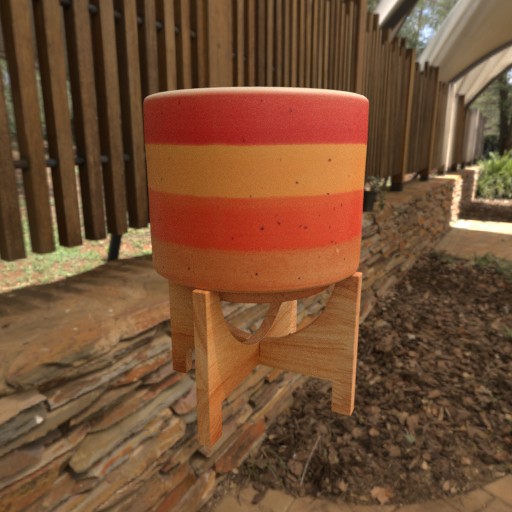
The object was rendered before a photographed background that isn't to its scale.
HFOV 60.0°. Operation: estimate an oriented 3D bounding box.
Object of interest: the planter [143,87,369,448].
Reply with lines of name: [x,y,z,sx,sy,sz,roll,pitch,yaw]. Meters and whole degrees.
planter: [0.000,0.000,0.567,0.269,0.379,0.269,0,14,0]
